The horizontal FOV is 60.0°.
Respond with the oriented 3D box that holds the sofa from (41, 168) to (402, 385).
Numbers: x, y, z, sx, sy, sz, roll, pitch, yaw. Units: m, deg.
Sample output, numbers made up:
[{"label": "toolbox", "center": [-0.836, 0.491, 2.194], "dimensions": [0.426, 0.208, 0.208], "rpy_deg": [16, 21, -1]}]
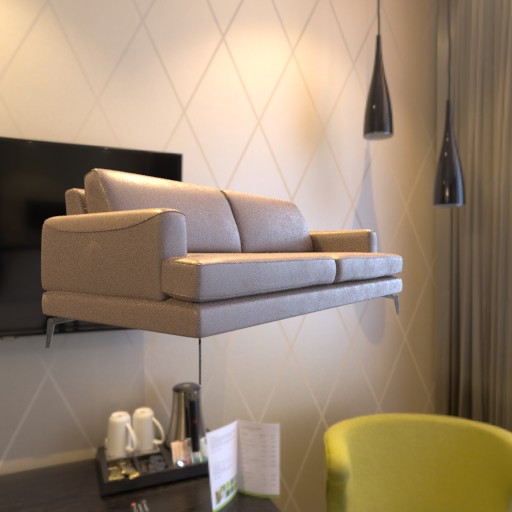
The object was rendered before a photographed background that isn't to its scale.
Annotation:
[{"label": "sofa", "center": [0.000, 0.000, 2.380], "dimensions": [0.974, 0.765, 1.940], "rpy_deg": [0, 1, 36]}]
